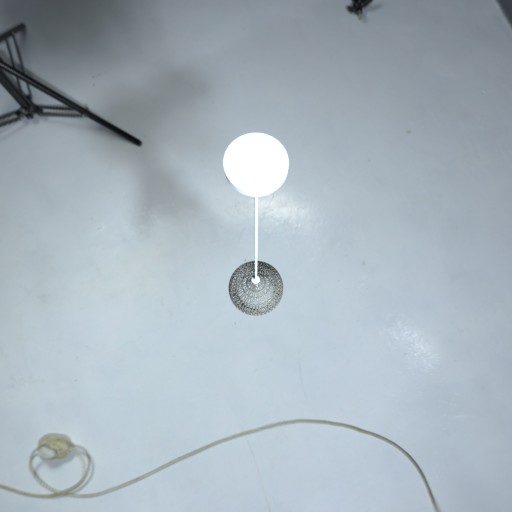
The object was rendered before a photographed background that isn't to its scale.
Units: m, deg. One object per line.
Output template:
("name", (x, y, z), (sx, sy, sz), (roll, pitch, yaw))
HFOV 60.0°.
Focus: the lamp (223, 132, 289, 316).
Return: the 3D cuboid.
("lamp", (0.000, 0.000, 2.056), (0.355, 1.919, 0.355), (-19, 76, -5))
